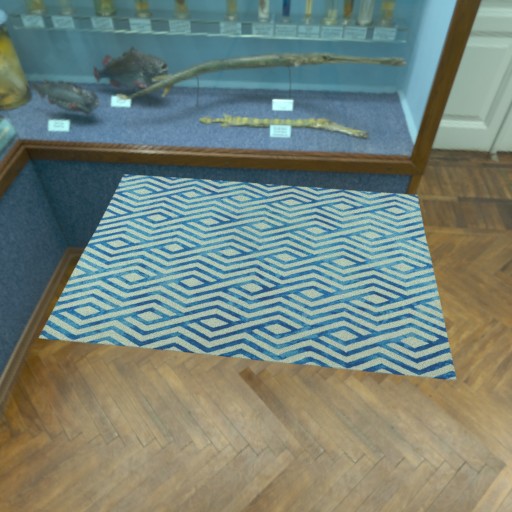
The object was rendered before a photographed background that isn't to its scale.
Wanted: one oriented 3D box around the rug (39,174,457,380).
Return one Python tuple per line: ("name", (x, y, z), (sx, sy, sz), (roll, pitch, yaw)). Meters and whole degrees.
("rug", (0.000, 0.000, 2.340), (1.830, 0.008, 1.225), (5, 47, 4))
